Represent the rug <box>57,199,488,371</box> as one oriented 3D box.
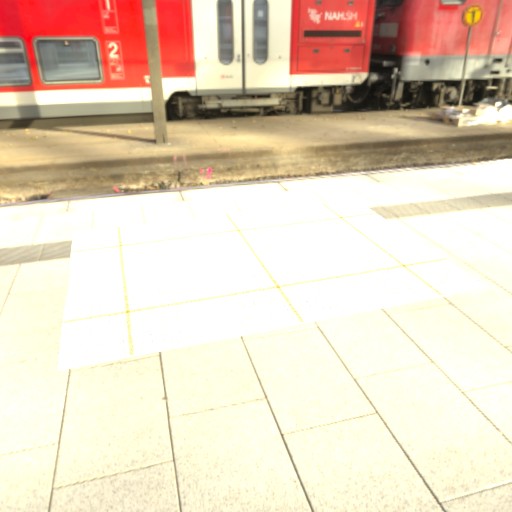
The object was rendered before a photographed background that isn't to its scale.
[{"bbox_3d":[0.000,0.000,2.283,1.825,0.015,1.232,-8,28,-16],"label":"rug"}]
